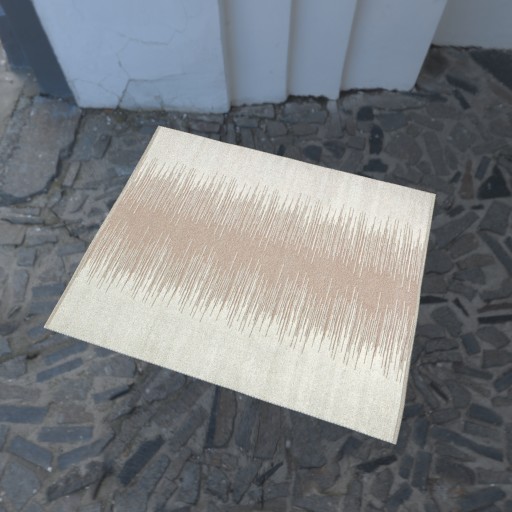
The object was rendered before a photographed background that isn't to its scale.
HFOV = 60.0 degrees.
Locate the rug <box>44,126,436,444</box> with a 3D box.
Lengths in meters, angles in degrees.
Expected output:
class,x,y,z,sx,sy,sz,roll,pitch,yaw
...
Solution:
class,x,y,z,sx,sy,sz,roll,pitch,yaw
rug,0.000,0.000,4.125,3.048,0.013,2.438,16,63,8
